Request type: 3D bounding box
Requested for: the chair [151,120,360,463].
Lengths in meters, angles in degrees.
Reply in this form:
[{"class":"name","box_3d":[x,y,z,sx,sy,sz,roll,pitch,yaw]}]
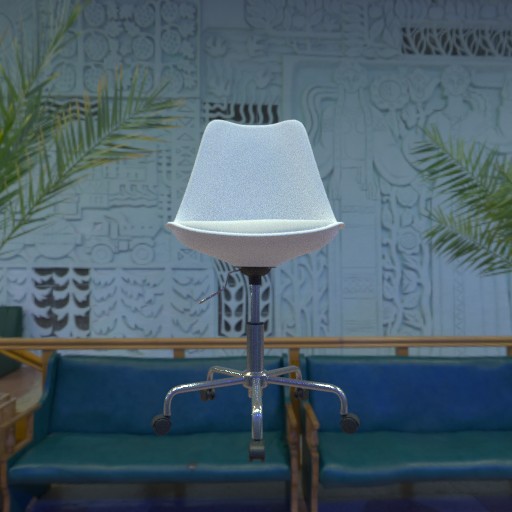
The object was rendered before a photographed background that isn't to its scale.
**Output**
[{"class":"chair","box_3d":[0.000,0.000,1.248,0.550,0.930,0.550,0,-1,0]}]
